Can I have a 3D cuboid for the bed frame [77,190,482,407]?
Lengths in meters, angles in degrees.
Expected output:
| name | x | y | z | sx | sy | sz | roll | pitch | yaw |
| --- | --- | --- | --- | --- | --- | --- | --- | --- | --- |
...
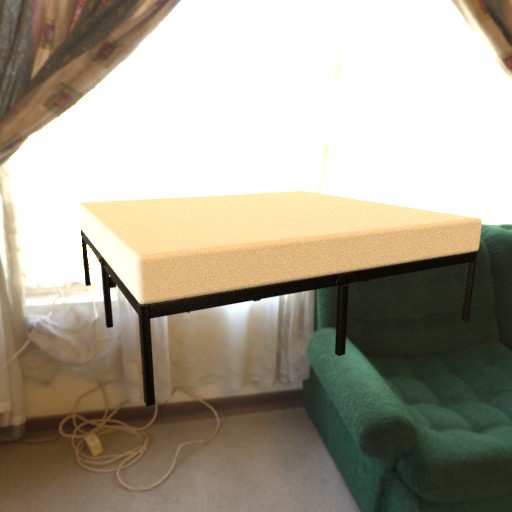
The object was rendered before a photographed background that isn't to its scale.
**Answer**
| name | x | y | z | sx | sy | sz | roll | pitch | yaw |
| --- | --- | --- | --- | --- | --- | --- | --- | --- | --- |
| bed frame | 0.000 | 0.000 | 3.099 | 2.079 | 0.659 | 1.963 | -7 | 16 | -27 |
